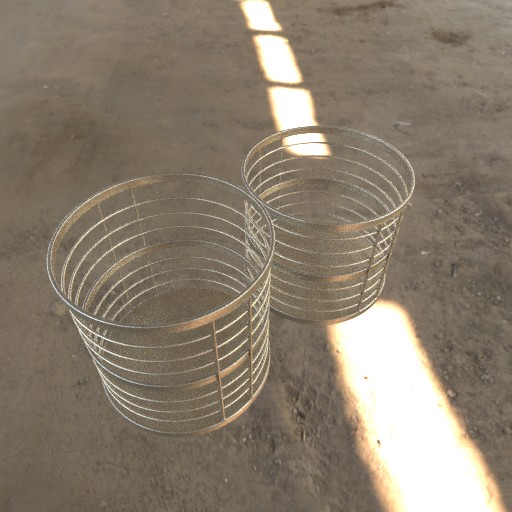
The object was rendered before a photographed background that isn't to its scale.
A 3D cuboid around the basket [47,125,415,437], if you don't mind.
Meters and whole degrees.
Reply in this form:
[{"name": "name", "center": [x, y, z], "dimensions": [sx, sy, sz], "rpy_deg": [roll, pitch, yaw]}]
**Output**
[{"name": "basket", "center": [0.000, 0.000, 0.922], "dimensions": [0.746, 0.351, 0.356], "rpy_deg": [-32, 53, -27]}]
